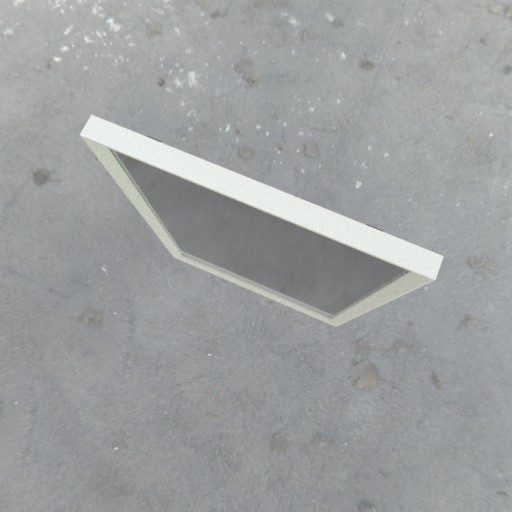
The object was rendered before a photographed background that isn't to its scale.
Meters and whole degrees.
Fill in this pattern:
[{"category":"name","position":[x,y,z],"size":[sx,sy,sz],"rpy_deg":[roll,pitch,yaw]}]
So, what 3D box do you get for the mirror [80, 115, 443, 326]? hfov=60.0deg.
[{"category":"mirror","position":[0.000,0.000,0.929],"size":[0.507,0.710,0.039],"rpy_deg":[23,77,5]}]
